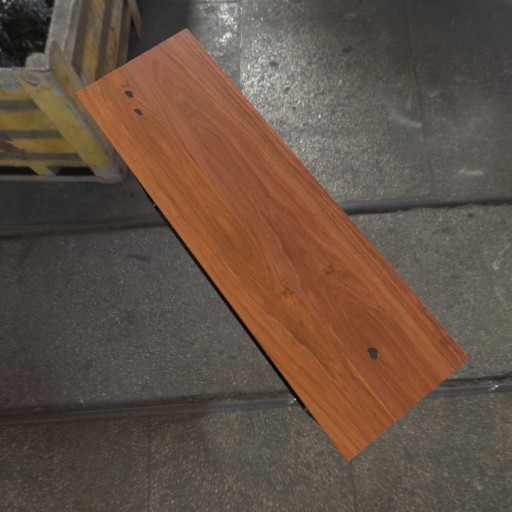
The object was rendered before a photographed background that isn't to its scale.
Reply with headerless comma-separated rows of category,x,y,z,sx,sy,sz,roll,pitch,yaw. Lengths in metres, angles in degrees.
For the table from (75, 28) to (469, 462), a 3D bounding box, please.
table,0.000,0.000,1.424,0.350,0.750,1.100,-36,78,-9
